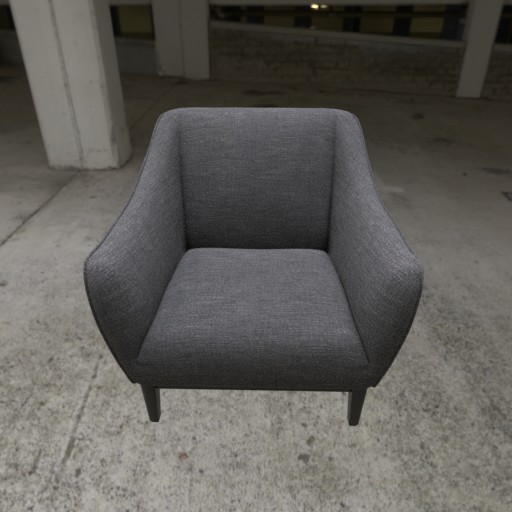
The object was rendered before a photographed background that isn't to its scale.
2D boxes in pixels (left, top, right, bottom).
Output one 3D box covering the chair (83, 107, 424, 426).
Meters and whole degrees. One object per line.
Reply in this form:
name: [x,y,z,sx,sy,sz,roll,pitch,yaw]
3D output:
chair: [0.000,0.000,1.525,0.870,0.829,0.851,1,31,1]
